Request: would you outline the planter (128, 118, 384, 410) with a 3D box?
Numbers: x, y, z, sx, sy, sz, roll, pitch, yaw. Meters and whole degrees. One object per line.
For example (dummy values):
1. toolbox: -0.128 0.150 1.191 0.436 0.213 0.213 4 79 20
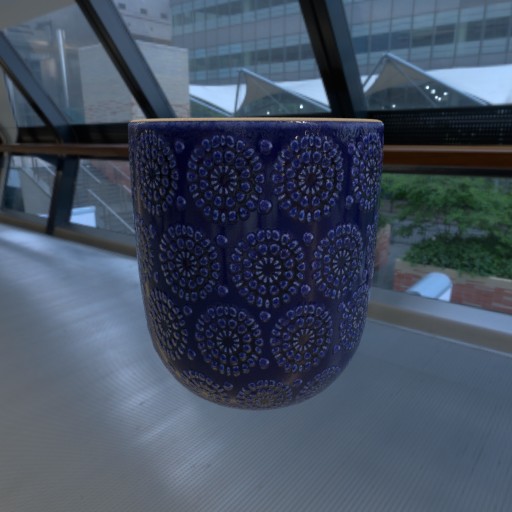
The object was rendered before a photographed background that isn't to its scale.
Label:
1. planter: 0.000 0.000 0.354 0.184 0.206 0.184 0 16 0
